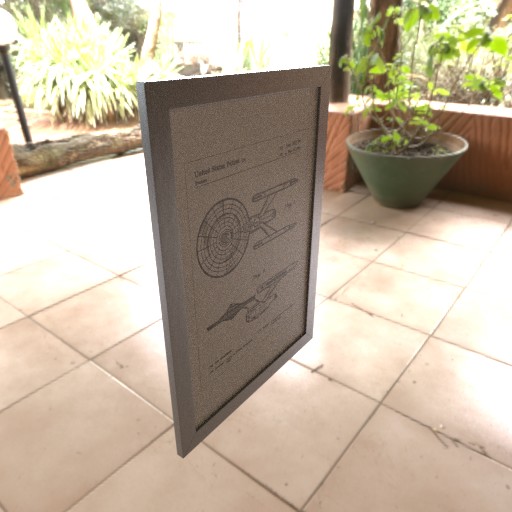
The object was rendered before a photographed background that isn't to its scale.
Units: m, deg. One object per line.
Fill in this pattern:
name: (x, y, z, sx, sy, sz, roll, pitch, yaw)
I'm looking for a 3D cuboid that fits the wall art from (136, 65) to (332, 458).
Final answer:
wall art: (0.000, 0.000, 0.686, 0.013, 0.529, 0.376, 19, 32, 33)
